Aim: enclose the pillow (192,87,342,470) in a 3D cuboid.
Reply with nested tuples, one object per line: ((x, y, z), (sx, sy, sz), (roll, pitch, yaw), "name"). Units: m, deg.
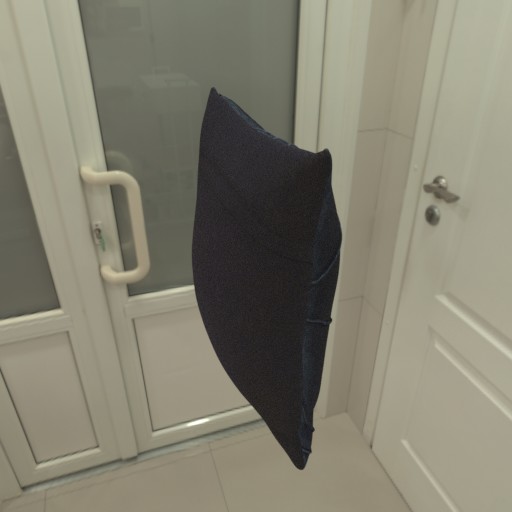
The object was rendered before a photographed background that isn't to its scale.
((0.000, 0.000, 0.679), (0.183, 0.440, 0.439), (-10, 31, -16), "pillow")
